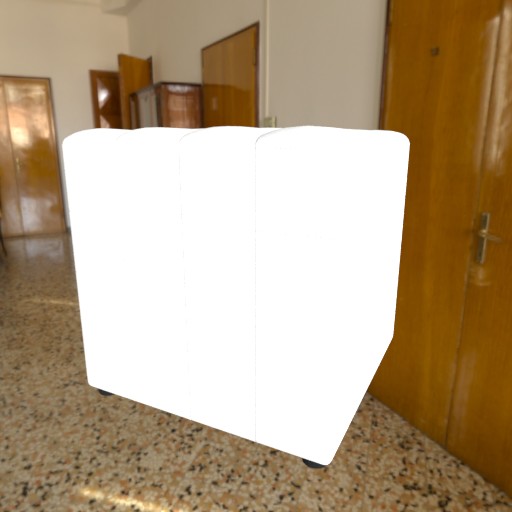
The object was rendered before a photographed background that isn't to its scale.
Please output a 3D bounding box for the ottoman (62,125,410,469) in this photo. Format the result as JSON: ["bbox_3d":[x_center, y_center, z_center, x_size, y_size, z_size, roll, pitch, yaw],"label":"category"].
[{"bbox_3d":[0.000,0.000,0.782,0.425,0.432,0.425,8,17,26],"label":"ottoman"}]
